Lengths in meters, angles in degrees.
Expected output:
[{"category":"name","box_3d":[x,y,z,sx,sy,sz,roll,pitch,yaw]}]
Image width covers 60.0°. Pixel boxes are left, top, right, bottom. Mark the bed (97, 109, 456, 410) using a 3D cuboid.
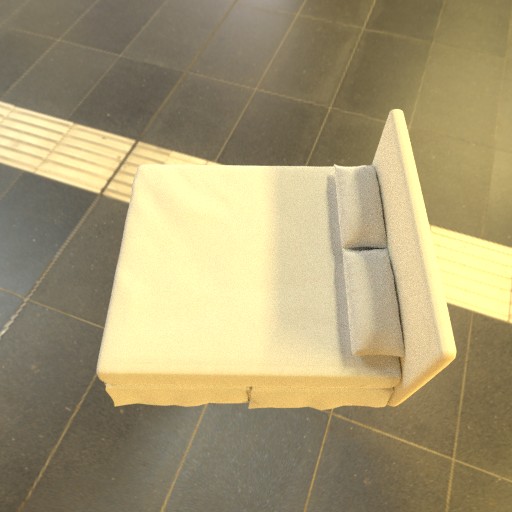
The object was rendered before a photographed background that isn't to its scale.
[{"category":"bed","box_3d":[0.000,0.000,3.569,2.341,1.317,2.119,1,59,0]}]
